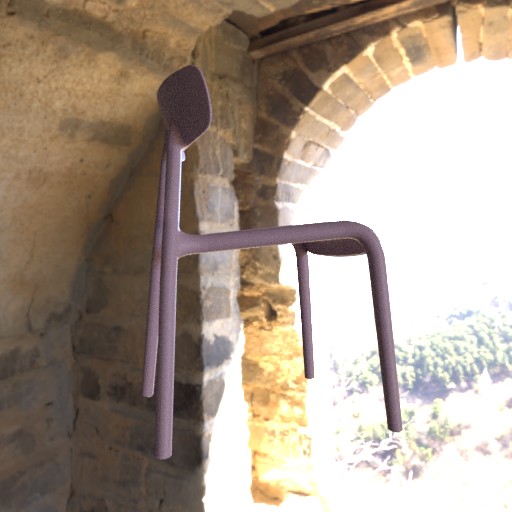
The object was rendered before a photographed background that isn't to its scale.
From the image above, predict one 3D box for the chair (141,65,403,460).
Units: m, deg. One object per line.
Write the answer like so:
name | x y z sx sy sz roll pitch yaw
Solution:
chair | 0.000 0.000 0.835 0.401 0.580 0.356 0 0 -18
